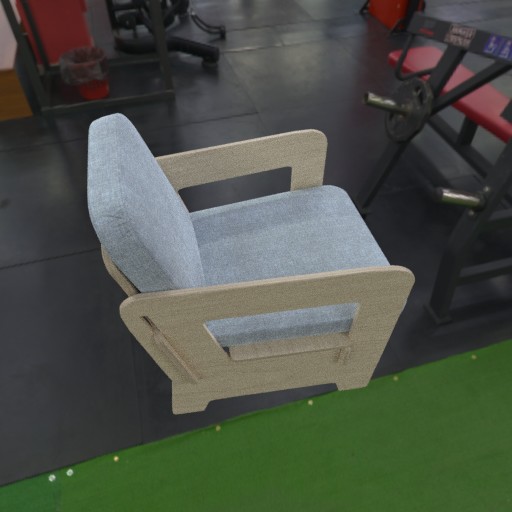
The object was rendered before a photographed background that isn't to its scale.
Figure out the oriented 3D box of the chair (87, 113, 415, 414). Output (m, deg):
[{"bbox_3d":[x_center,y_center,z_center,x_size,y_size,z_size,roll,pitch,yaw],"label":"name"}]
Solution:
[{"bbox_3d":[0.000,0.000,1.244,0.710,0.800,0.590,-10,48,-9],"label":"chair"}]
